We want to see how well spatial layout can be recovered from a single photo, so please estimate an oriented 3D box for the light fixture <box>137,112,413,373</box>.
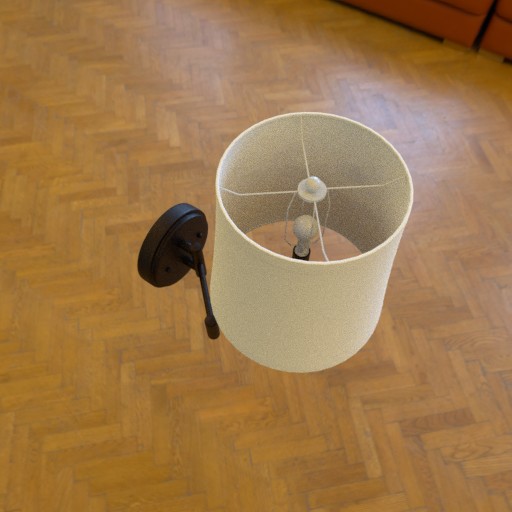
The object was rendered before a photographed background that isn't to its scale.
[{"bbox_3d":[0.000,0.000,0.260,0.157,0.172,0.100,30,64,17],"label":"light fixture"}]
